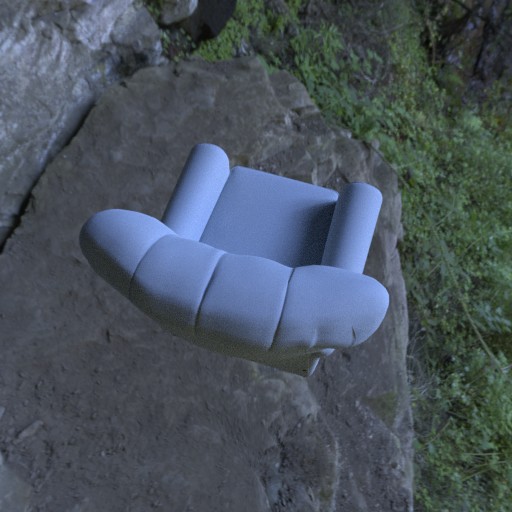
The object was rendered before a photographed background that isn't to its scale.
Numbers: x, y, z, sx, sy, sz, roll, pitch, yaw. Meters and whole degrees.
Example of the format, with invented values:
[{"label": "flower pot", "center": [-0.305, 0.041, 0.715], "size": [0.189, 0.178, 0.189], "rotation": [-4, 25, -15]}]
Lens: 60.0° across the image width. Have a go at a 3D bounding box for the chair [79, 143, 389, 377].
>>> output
[{"label": "chair", "center": [0.000, 0.000, 2.104], "size": [1.090, 1.217, 1.128], "rotation": [16, 65, 8]}]
